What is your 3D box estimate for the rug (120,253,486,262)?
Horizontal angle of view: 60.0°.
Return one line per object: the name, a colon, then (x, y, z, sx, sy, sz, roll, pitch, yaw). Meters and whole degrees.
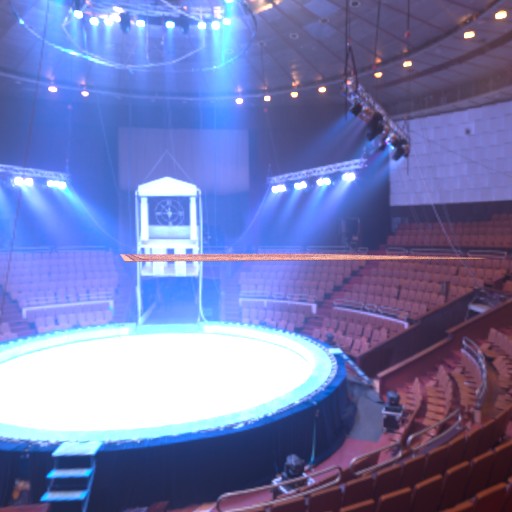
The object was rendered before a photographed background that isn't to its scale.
rug: (0.000, 0.000, 4.227, 2.454, 0.005, 3.067, 0, 1, -17)
